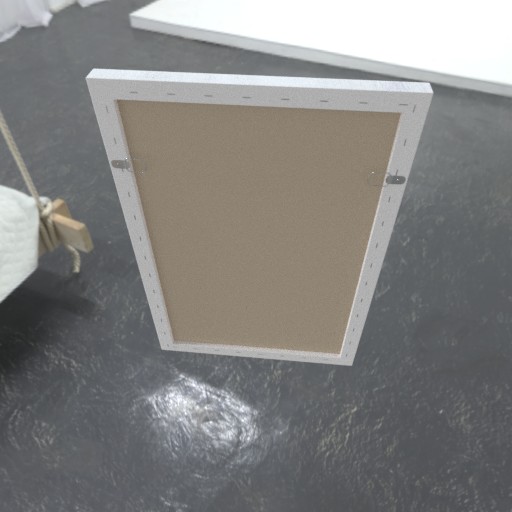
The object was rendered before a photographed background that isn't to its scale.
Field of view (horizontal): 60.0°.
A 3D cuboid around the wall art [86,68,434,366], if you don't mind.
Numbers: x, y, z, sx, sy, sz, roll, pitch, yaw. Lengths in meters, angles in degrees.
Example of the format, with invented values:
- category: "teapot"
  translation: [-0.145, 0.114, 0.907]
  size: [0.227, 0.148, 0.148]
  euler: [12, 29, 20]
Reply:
- category: "wall art"
  translation: [0.000, 0.000, 1.131]
  size: [0.624, 0.914, 0.043]
  euler: [4, 46, 4]
